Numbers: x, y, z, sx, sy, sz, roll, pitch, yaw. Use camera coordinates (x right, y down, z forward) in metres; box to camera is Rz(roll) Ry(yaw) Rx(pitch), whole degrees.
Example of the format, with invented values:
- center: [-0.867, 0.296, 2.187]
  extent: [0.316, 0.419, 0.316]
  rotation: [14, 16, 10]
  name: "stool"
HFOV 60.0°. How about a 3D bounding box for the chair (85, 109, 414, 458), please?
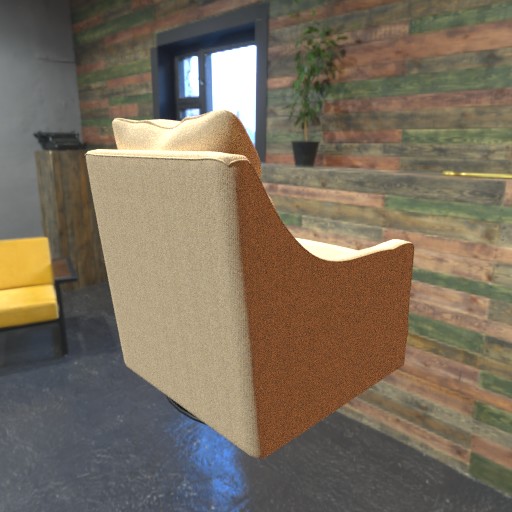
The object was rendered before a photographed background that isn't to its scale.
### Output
- center: [0.000, 0.000, 1.562]
  extent: [0.876, 0.927, 0.760]
  rotation: [-13, 19, -42]
  name: "chair"
